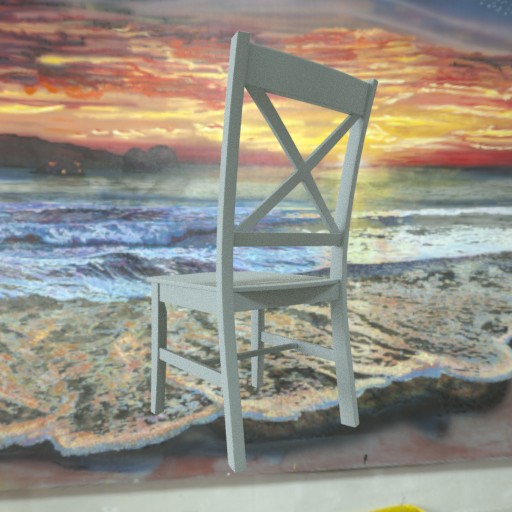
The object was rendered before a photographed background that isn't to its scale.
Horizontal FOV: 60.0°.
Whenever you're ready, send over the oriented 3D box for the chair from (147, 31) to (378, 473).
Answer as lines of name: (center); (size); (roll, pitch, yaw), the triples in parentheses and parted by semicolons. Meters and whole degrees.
chair: (0.000, 0.000, 1.303); (0.485, 0.983, 0.542); (-1, 2, -38)
